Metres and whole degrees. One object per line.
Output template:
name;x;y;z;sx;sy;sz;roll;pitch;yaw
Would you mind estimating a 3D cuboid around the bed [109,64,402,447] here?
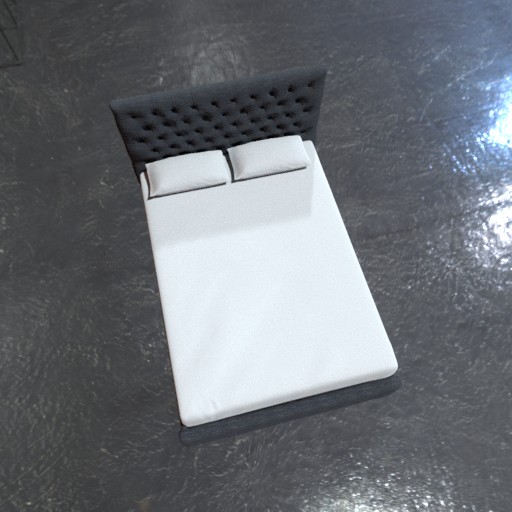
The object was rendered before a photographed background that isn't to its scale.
bed;0.000;0.000;3.489;1.698;1.427;2.387;-12;64;-6
